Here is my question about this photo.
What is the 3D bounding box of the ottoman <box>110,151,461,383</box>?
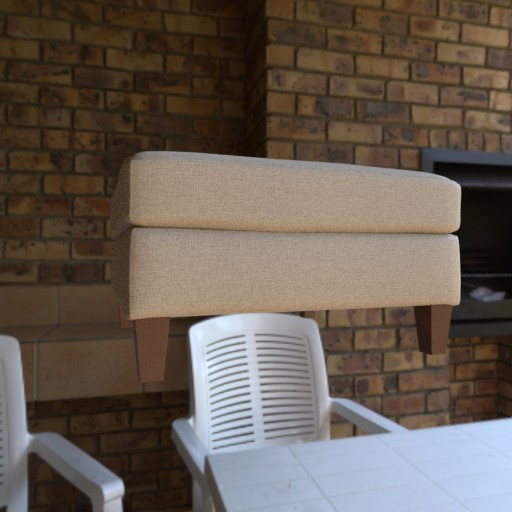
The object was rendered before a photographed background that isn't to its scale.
[{"bbox_3d":[0.000,0.000,1.368,0.838,0.503,0.838,0,0,-20],"label":"ottoman"}]
